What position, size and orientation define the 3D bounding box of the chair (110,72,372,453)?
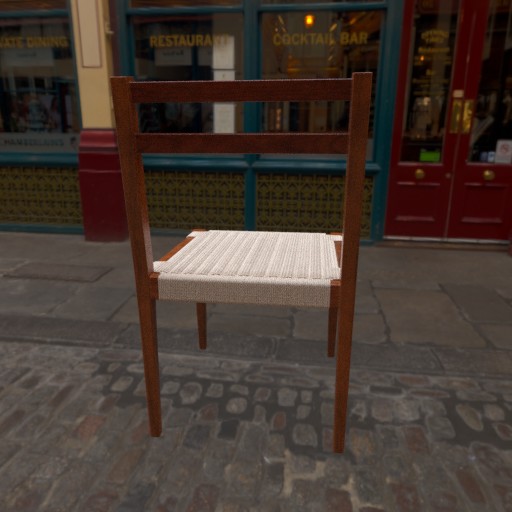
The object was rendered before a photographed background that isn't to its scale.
[{"bbox_3d":[0.000,0.000,1.196,0.495,0.851,0.569,2,15,7],"label":"chair"}]
